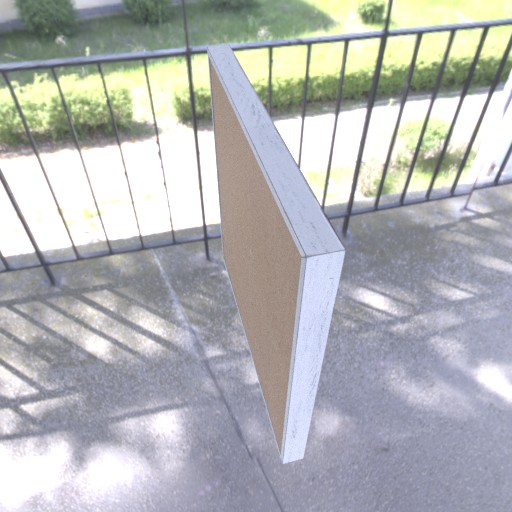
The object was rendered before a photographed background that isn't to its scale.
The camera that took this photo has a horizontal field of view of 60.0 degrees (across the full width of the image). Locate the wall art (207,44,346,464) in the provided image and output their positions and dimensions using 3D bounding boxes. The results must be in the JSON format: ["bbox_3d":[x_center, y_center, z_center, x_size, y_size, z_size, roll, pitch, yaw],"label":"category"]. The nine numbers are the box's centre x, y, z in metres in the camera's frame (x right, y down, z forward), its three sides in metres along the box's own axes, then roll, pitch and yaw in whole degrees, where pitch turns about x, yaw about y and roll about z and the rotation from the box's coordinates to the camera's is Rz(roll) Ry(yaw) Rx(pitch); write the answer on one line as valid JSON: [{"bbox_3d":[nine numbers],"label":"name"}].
[{"bbox_3d":[0.000,0.000,0.754,0.038,0.508,0.508,-10,46,-10],"label":"wall art"}]
